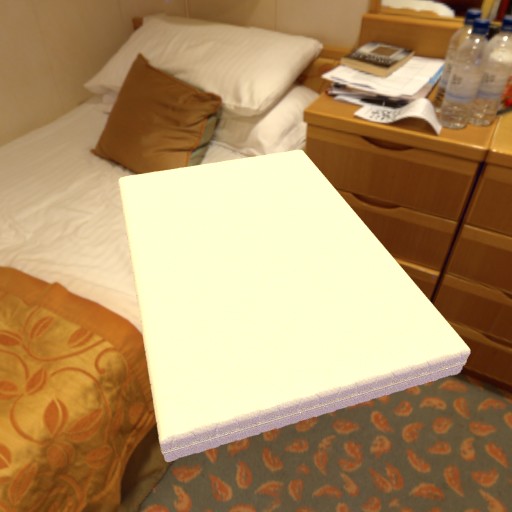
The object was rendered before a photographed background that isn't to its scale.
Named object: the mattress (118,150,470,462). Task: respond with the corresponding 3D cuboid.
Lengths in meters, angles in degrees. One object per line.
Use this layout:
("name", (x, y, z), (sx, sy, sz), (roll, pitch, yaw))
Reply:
("mattress", (0.000, 0.000, 2.588), (1.400, 0.200, 2.000), (-12, 42, -13))
